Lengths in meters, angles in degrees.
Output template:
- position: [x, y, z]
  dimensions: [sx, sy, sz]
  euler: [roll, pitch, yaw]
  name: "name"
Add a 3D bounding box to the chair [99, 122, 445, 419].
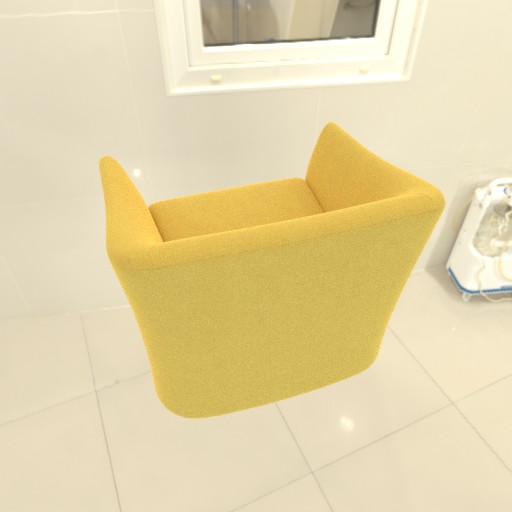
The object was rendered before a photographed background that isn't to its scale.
- position: [0.000, 0.000, 1.332]
  dimensions: [0.790, 0.720, 0.700]
  euler: [-12, 44, -13]
  name: "chair"
